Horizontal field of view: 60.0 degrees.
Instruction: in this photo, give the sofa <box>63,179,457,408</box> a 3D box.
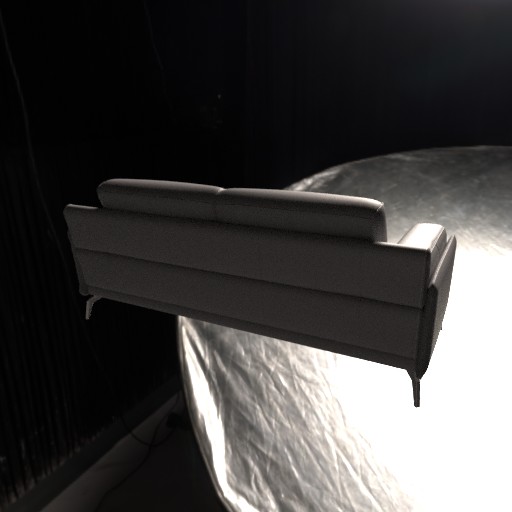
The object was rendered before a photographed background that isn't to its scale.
[{"bbox_3d":[0.000,0.000,2.602,2.100,0.900,0.969,9,19,26],"label":"sofa"}]
